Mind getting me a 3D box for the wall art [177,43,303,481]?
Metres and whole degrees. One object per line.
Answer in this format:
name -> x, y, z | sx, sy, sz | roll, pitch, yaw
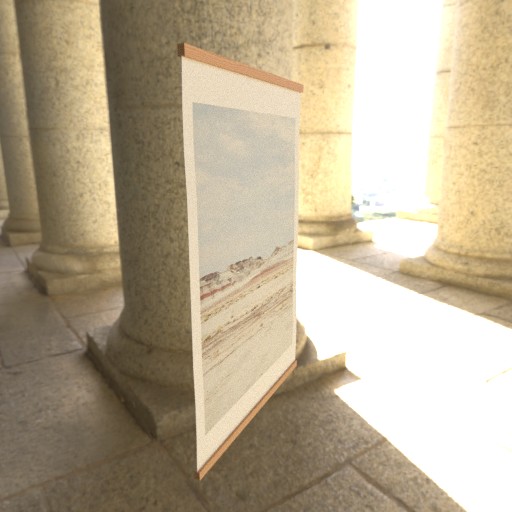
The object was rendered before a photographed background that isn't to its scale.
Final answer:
wall art -> 0.000, 0.000, 1.937 | 0.025, 1.521, 1.011 | 7, 15, 25
